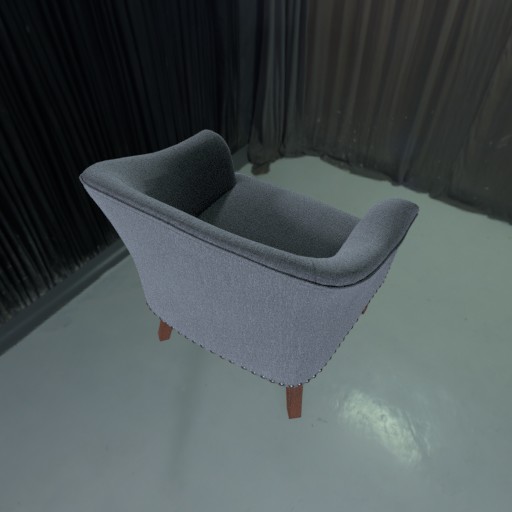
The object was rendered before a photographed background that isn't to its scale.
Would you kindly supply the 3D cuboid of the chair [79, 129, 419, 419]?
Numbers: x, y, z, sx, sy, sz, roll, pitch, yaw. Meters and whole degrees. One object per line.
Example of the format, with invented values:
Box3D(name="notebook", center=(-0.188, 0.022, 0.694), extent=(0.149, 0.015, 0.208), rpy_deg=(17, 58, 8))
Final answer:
Box3D(name="chair", center=(0.000, 0.000, 1.398), extent=(0.798, 0.815, 0.704), rpy_deg=(25, 51, 22))
